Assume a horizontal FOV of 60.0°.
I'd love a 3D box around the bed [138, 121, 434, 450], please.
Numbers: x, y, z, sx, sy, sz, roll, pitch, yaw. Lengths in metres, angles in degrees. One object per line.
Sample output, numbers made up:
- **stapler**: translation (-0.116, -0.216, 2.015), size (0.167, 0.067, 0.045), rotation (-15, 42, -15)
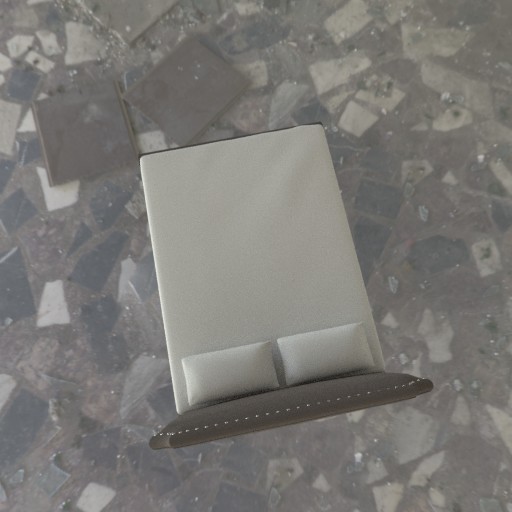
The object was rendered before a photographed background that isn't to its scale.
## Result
- **bed**: translation (0.000, 0.000, 3.441), size (1.713, 1.443, 2.372), rotation (-11, 76, -3)
